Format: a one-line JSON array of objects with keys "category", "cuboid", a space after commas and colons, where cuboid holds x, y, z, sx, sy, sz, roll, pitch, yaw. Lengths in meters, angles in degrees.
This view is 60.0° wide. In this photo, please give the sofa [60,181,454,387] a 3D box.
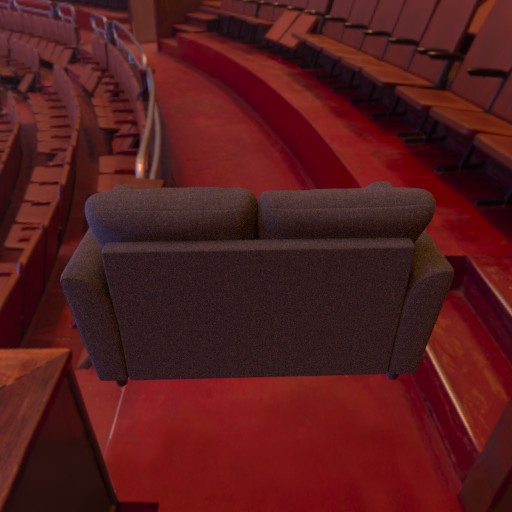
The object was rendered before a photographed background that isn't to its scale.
[{"category": "sofa", "cuboid": [0.000, 0.000, 2.034, 1.423, 0.885, 0.851, -1, 33, -2]}]
